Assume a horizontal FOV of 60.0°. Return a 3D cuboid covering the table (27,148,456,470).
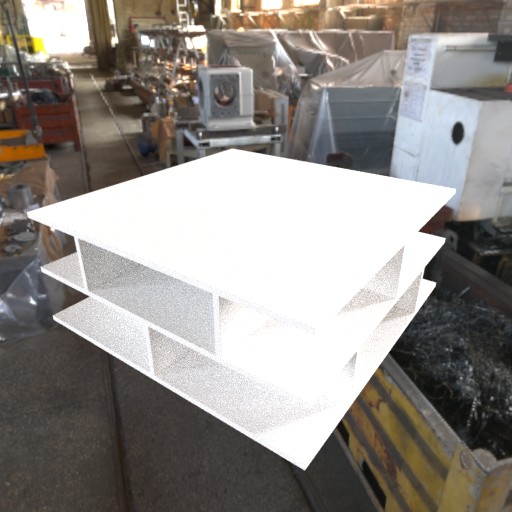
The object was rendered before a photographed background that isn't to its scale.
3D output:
[{"bbox_3d":[0.000,0.000,1.079,0.700,0.289,0.700,18,32,32],"label":"table"}]
